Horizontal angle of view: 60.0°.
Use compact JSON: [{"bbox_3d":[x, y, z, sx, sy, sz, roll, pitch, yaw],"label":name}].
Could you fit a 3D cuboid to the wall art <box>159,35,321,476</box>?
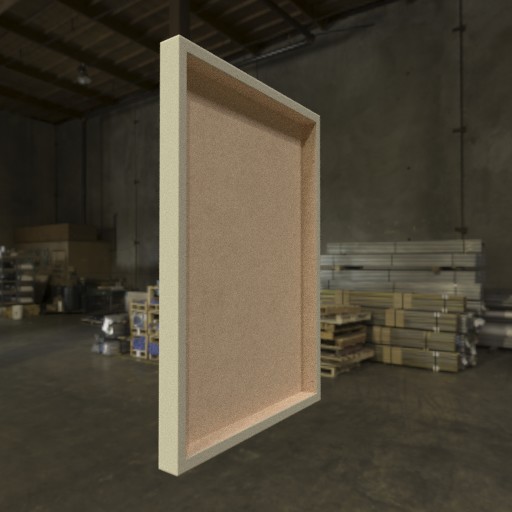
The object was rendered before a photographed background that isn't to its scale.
[{"bbox_3d":[0.000,0.000,0.791,0.038,0.608,0.418,-1,-1,36],"label":"wall art"}]
